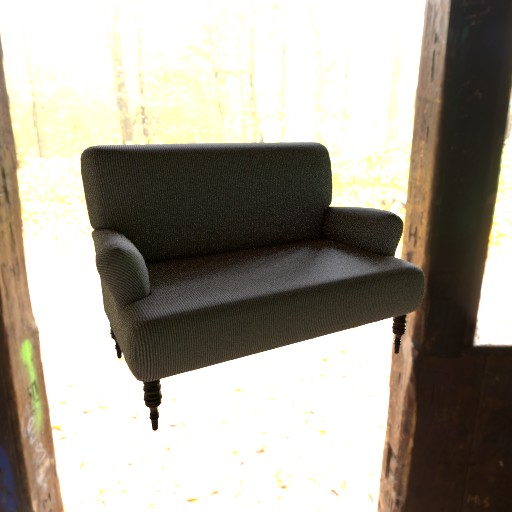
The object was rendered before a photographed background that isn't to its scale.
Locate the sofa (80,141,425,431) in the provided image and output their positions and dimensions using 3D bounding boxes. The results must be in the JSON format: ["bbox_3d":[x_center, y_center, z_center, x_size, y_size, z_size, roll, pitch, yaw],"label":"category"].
[{"bbox_3d":[0.000,0.000,1.836,1.297,0.889,0.779,-9,18,-27],"label":"sofa"}]
